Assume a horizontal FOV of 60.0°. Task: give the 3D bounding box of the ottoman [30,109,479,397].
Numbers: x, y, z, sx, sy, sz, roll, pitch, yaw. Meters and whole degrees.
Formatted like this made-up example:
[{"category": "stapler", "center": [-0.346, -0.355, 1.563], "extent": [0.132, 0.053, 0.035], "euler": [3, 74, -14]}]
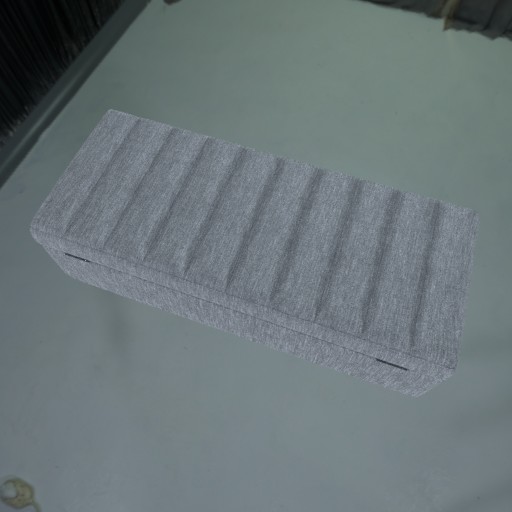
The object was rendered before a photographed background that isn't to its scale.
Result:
[{"category": "ottoman", "center": [0.000, 0.000, 1.378], "extent": [1.151, 0.469, 0.482], "euler": [18, 64, 9]}]
